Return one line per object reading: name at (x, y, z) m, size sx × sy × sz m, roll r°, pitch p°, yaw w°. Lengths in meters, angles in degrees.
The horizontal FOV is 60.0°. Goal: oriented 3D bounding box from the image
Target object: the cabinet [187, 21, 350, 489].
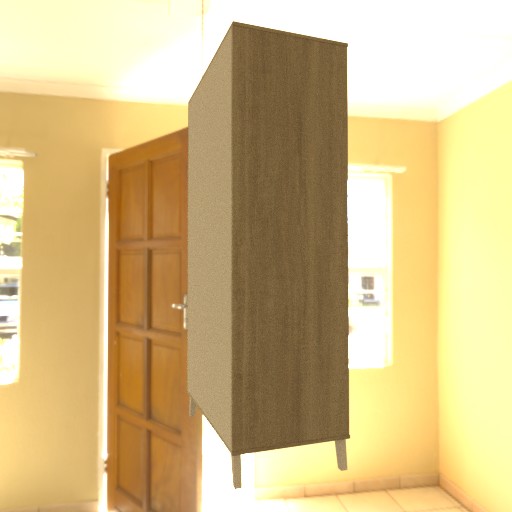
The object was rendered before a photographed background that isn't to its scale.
cabinet at (0.000, 0.000, 2.455) m, size 0.571 × 1.999 × 1.006 m, roll 0°, pitch -1°, yaw -20°
